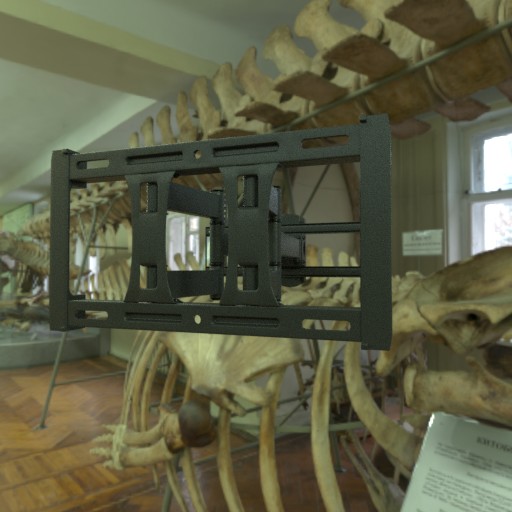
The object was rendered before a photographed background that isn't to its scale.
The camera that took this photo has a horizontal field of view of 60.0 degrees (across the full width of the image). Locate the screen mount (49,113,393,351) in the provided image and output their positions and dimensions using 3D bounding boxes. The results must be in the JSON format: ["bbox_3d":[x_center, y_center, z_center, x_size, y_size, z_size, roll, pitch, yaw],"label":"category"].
[{"bbox_3d":[0.000,0.000,0.934,0.571,0.424,0.556,-1,-2,20],"label":"screen mount"}]
